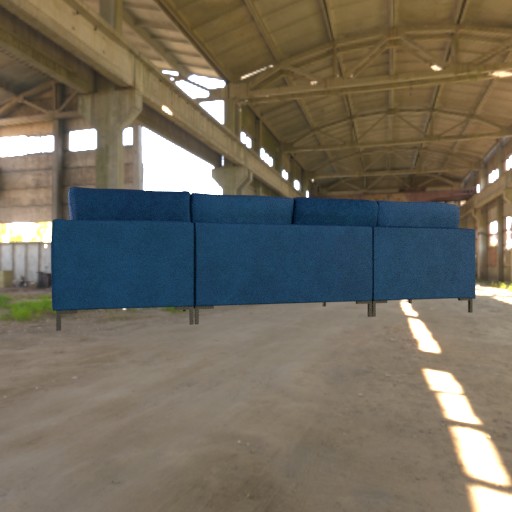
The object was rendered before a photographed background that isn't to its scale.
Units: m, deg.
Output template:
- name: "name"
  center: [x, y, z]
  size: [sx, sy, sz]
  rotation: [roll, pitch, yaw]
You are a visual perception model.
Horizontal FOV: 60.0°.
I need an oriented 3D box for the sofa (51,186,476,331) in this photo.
- name: "sofa"
  center: [0.000, 0.000, 4.337]
  size: [3.434, 0.992, 2.055]
  rotation: [0, -1, -17]
